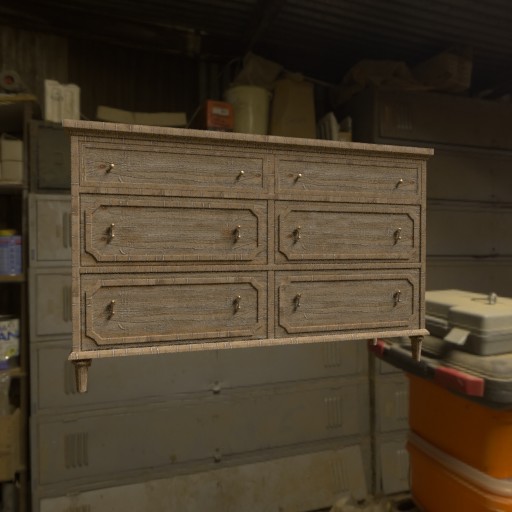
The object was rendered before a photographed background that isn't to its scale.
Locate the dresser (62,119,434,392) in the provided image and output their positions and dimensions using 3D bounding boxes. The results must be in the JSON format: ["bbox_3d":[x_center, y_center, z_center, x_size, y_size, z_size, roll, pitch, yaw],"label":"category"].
[{"bbox_3d":[0.000,0.000,2.088,1.626,1.016,0.457,0,1,-18],"label":"dresser"}]
